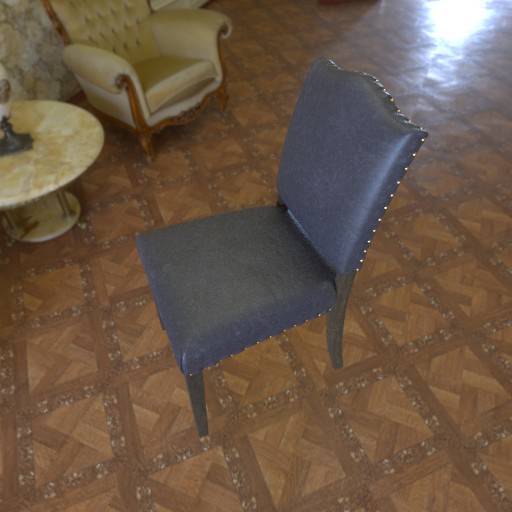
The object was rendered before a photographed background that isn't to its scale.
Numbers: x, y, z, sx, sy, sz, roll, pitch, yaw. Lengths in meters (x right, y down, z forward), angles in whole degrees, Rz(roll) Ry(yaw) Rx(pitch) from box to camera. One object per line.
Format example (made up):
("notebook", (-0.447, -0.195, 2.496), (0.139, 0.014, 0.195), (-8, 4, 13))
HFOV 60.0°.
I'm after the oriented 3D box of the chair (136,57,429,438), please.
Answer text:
("chair", (0.000, 0.000, 1.323), (0.633, 0.991, 0.500), (-17, 48, -16))
